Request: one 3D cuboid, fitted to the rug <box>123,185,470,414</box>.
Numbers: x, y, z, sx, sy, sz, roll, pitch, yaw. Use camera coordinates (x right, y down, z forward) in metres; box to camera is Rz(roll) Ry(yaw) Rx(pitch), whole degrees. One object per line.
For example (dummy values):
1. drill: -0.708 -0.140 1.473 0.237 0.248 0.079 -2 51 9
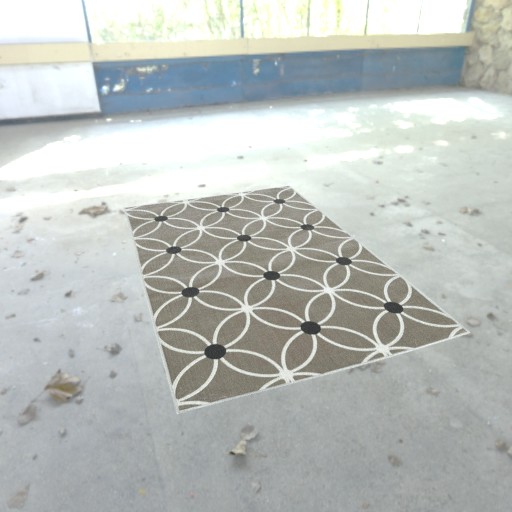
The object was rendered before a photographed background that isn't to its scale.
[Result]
1. rug: 0.000 0.000 2.968 1.522 0.008 2.284 -10 31 -18
